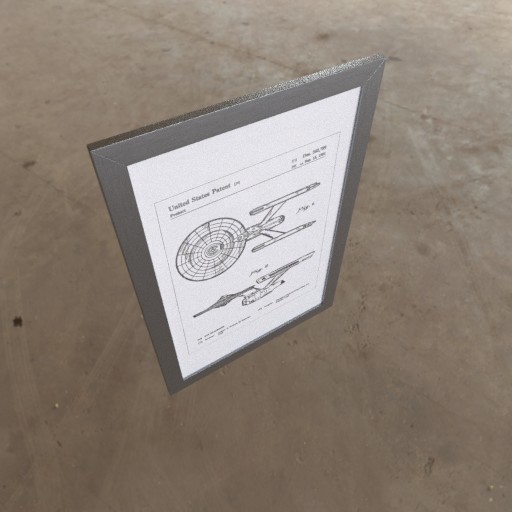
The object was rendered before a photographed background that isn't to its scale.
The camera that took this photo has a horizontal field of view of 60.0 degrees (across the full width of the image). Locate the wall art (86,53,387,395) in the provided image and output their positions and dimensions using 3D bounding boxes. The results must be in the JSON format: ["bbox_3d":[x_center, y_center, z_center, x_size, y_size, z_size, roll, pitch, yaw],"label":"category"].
[{"bbox_3d":[0.000,0.000,0.683,0.376,0.529,0.013,-25,53,-21],"label":"wall art"}]
